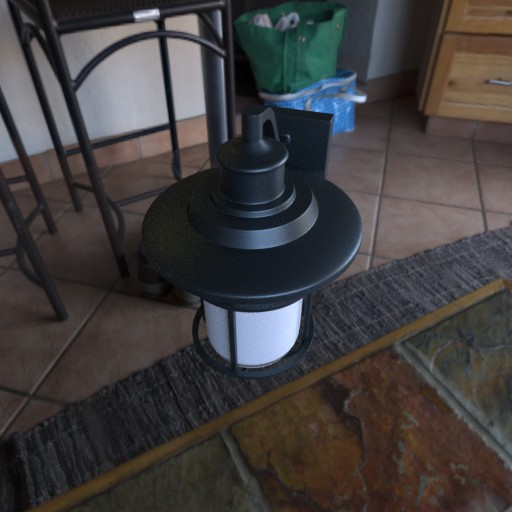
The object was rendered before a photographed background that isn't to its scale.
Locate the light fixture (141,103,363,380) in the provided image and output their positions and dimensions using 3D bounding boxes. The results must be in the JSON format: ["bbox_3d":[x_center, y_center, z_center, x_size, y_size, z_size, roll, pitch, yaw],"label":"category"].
[{"bbox_3d":[0.000,0.000,0.501,0.222,0.345,0.252,12,42,14],"label":"light fixture"}]
